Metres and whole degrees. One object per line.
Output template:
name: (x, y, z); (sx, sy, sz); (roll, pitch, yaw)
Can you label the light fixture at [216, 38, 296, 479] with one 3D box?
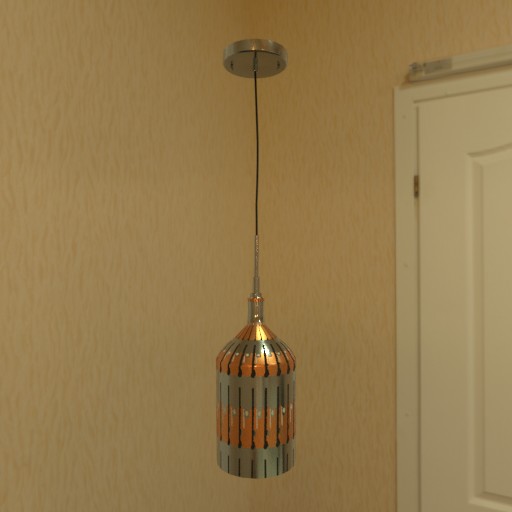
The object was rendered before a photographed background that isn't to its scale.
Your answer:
light fixture: (0.000, 0.000, 1.681); (0.303, 1.535, 0.303); (0, -1, 0)
